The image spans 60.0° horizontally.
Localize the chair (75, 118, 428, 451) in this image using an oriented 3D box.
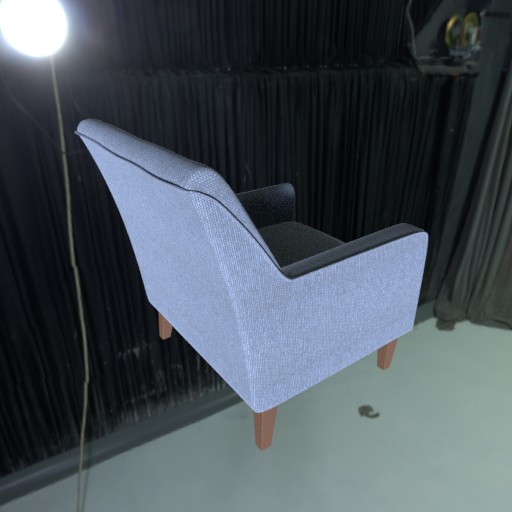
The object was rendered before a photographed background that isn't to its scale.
[{"bbox_3d":[0.000,0.000,1.567,0.899,0.919,0.780,-18,32,-32],"label":"chair"}]
